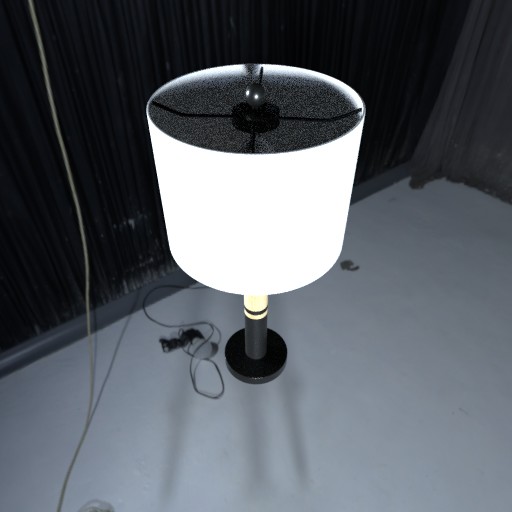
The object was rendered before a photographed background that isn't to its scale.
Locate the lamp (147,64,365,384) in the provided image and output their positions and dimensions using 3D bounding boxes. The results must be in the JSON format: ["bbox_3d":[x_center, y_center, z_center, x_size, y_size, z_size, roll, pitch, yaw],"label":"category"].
[{"bbox_3d":[0.000,0.000,0.825,0.305,0.640,0.305,-28,49,-27],"label":"lamp"}]
